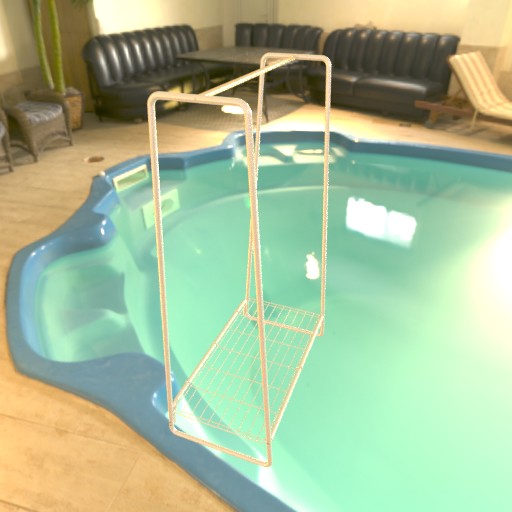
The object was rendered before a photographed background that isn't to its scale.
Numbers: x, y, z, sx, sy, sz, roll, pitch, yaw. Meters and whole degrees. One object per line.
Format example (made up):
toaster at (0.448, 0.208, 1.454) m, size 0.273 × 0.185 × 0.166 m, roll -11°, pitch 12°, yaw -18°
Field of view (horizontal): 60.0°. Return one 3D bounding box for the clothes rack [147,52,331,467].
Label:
clothes rack at (0.000, 0.000, 1.913) m, size 0.495 × 1.500 × 0.900 m, roll 12°, pitch 33°, yaw 18°
